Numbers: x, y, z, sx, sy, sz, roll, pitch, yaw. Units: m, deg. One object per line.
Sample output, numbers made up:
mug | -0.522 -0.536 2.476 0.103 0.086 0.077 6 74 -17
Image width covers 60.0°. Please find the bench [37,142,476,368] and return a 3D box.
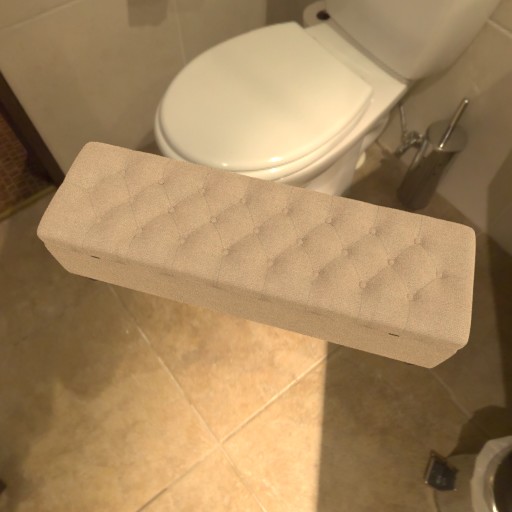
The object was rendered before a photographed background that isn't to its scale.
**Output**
bench | 0.000 0.000 1.719 1.480 0.467 0.455 14 64 7
